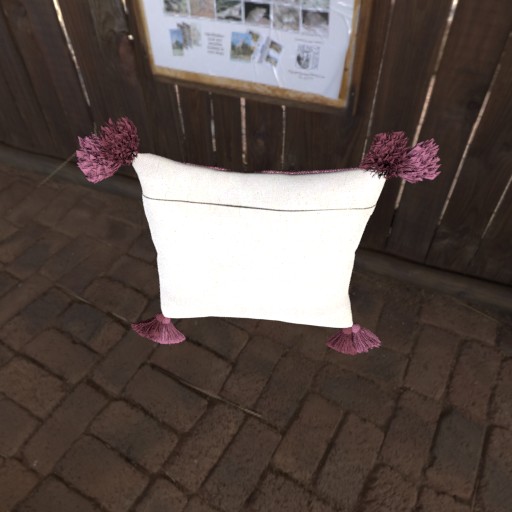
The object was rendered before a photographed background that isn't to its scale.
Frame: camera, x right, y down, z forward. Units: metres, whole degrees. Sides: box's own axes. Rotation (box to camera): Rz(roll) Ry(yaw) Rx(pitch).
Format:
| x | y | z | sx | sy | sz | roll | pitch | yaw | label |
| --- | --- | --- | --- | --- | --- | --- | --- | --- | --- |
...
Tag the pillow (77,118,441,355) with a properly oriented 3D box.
| x | y | z | sx | sy | sz | roll | pitch | yaw | label |
| --- | --- | --- | --- | --- | --- | --- | --- | --- | --- |
| 0.000 | 0.000 | 0.963 | 0.641 | 0.659 | 0.138 | 4 | 45 | 4 | pillow |
